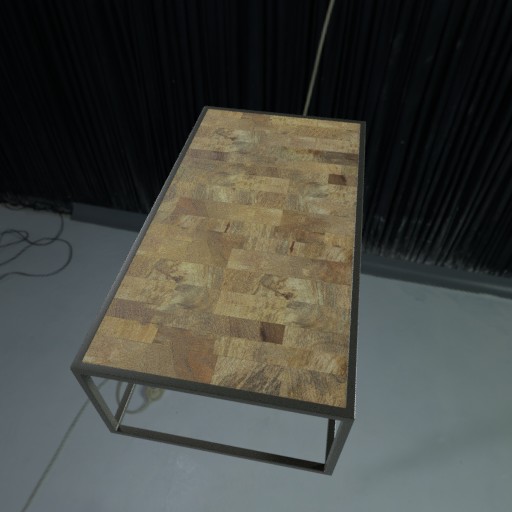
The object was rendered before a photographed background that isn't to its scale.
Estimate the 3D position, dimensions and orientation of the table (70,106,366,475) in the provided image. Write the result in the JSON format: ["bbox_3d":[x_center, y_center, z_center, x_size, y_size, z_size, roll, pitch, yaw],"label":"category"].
[{"bbox_3d":[0.000,0.000,1.521,0.649,0.398,1.199,8,48,7],"label":"table"}]
